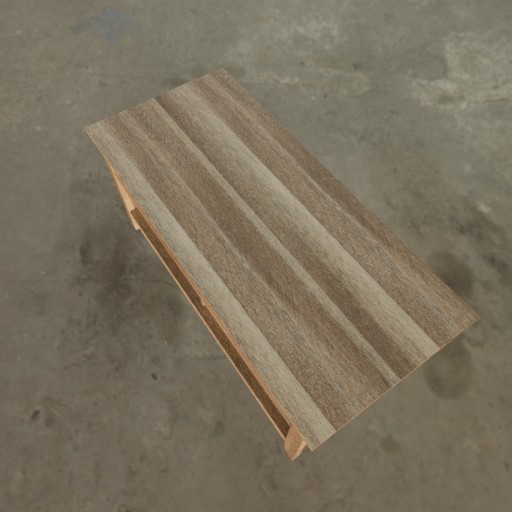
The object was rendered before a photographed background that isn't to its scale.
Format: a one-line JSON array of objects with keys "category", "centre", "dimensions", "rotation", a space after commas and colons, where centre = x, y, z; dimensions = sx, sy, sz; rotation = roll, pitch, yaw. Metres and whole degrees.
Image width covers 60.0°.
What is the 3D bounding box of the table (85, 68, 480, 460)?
[{"category": "table", "centre": [0.000, 0.000, 1.382], "dimensions": [0.493, 0.480, 1.095], "rotation": [-31, 64, -17]}]
